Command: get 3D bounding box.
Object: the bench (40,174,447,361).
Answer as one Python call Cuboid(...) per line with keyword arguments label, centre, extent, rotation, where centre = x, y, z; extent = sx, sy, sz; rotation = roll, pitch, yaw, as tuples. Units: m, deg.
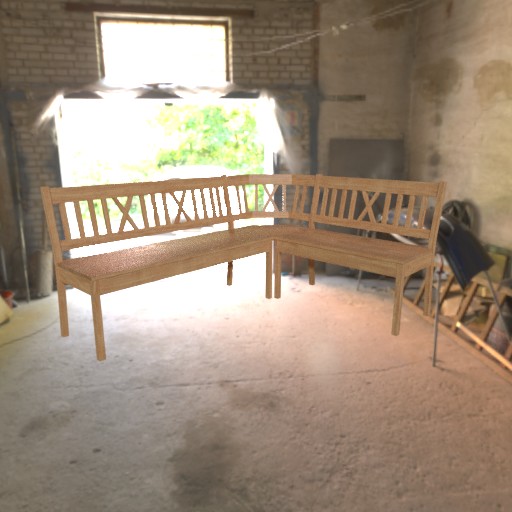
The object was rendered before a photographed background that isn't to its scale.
Cuboid(label="bench", centre=(0.000, 0.000, 2.789), extent=(1.537, 0.902, 1.937), rotation=(13, 20, 42))
